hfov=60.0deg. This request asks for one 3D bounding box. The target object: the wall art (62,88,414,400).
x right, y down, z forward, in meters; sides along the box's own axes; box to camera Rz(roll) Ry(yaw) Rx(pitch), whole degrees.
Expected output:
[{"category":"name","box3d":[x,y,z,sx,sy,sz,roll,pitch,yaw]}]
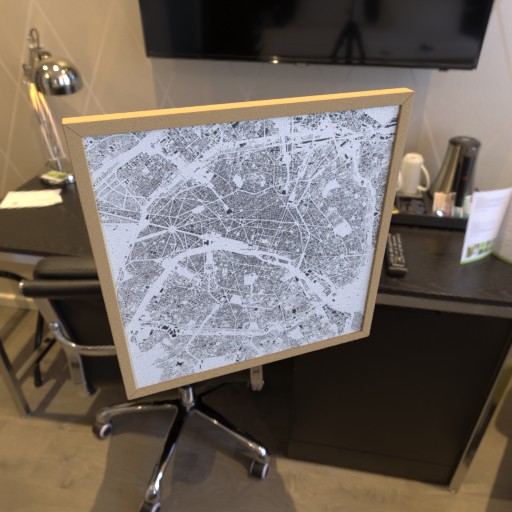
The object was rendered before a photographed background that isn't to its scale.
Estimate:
[{"category":"wall art","box3d":[0.000,0.000,1.134,0.761,0.761,0.037,-11,35,-16]}]
